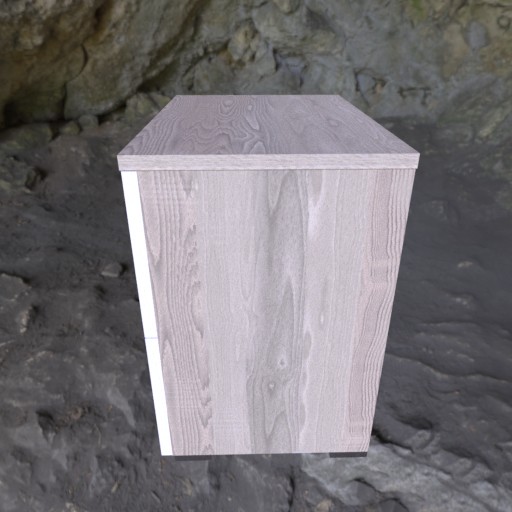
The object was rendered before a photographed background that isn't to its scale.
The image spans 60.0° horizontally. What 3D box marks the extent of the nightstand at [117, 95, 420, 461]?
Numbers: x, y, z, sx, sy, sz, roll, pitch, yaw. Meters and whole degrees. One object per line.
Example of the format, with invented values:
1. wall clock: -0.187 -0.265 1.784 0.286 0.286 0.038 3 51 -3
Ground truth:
1. nightstand: 0.000 0.000 0.753 0.325 0.461 0.442 -1 27 -1
